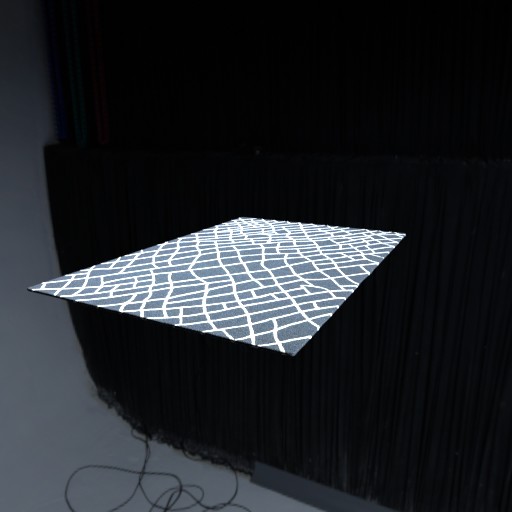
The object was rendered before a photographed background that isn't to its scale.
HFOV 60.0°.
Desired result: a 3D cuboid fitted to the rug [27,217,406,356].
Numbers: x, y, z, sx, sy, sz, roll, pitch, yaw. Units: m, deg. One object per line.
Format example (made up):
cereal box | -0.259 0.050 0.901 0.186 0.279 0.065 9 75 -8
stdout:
rug | 0.000 0.000 2.359 1.223 0.013 1.830 8 18 27
